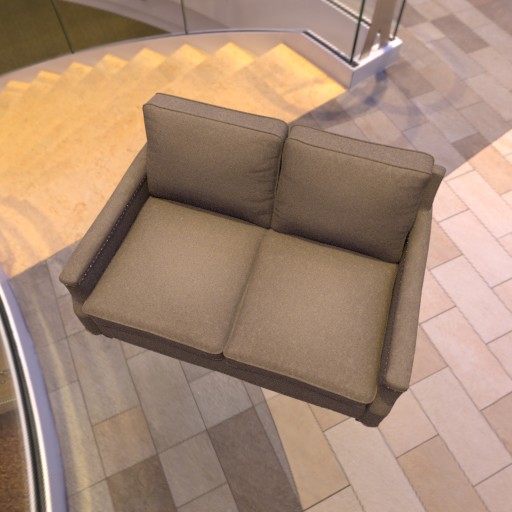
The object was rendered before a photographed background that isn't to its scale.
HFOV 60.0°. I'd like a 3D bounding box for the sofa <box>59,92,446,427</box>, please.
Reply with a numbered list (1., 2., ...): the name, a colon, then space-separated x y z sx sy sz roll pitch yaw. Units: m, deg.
1. sofa: 0.000 0.000 2.207 1.597 1.003 1.084 16 61 9
